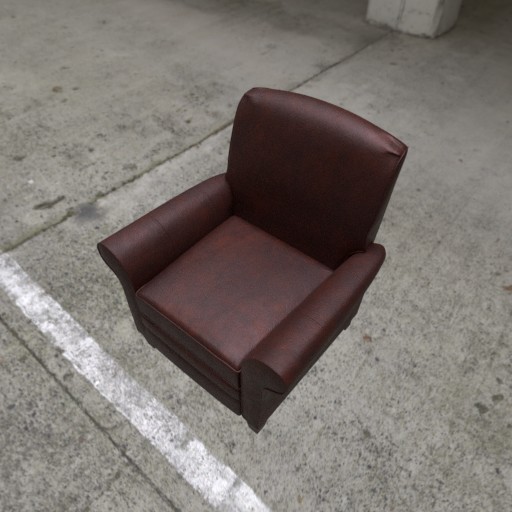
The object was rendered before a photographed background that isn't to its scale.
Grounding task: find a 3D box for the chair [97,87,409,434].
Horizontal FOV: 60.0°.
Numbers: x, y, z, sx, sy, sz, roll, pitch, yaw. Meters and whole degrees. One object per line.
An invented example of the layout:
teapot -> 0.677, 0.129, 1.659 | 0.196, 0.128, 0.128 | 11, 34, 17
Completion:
chair -> 0.000, 0.000, 1.877 | 0.978, 1.061, 0.902 | 31, 53, 27
